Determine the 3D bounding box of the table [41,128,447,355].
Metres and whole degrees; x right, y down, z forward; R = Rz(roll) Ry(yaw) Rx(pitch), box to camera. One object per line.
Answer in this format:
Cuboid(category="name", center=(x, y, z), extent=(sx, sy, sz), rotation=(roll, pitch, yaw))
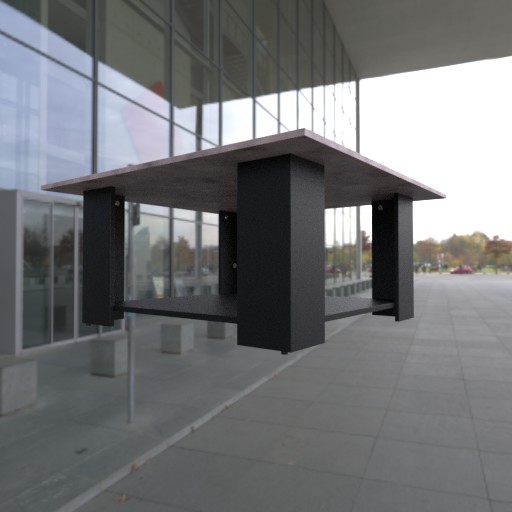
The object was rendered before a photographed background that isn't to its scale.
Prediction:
Cuboid(category="table", center=(0.000, 0.000, 1.025), extent=(0.670, 0.305, 0.670), rotation=(-1, -2, 38))
